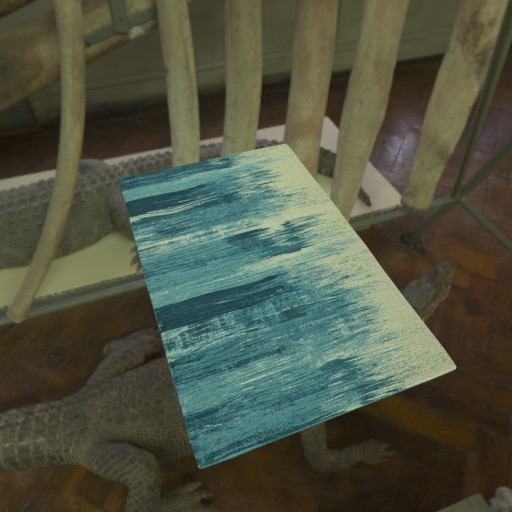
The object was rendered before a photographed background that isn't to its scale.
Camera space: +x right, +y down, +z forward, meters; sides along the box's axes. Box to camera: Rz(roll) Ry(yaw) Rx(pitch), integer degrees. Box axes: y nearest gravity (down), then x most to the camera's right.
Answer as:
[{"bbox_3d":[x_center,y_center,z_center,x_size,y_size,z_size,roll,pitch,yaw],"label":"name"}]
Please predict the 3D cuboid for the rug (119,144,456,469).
[{"bbox_3d":[0.000,0.000,3.096,1.540,0.027,2.450,-15,49,-14],"label":"rug"}]
